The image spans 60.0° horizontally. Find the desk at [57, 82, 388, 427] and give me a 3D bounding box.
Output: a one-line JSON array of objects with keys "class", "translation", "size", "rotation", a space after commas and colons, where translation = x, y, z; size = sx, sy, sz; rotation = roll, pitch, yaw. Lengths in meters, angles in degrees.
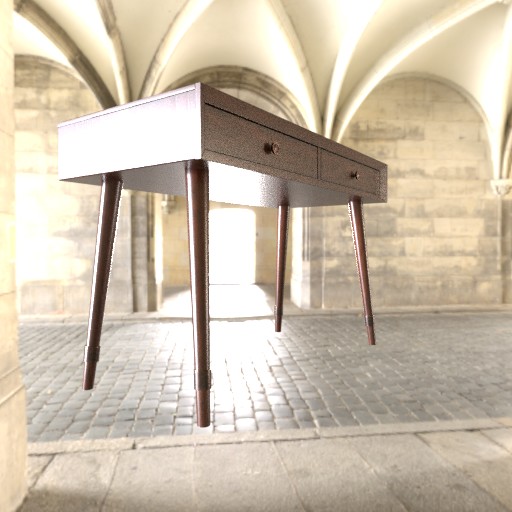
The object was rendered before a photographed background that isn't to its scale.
[{"class": "desk", "translation": [0.000, 0.000, 2.127], "size": [0.734, 1.031, 1.577], "rotation": [1, 2, 35]}]
